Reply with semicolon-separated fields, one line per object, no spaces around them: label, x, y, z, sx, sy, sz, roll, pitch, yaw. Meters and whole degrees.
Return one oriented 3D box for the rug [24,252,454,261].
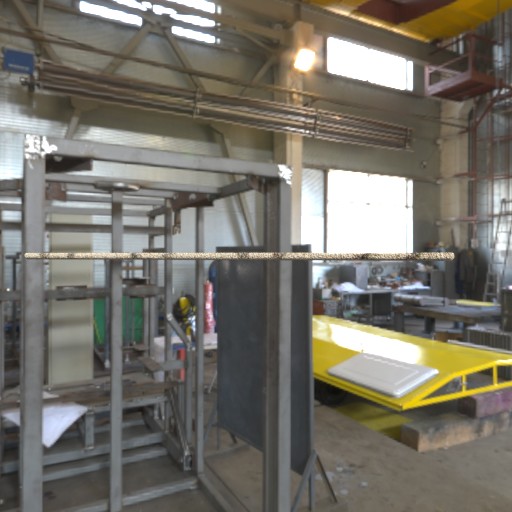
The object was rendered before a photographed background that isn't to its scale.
rug;0.000;0.000;2.126;1.600;0.025;1.200;0;0;17
